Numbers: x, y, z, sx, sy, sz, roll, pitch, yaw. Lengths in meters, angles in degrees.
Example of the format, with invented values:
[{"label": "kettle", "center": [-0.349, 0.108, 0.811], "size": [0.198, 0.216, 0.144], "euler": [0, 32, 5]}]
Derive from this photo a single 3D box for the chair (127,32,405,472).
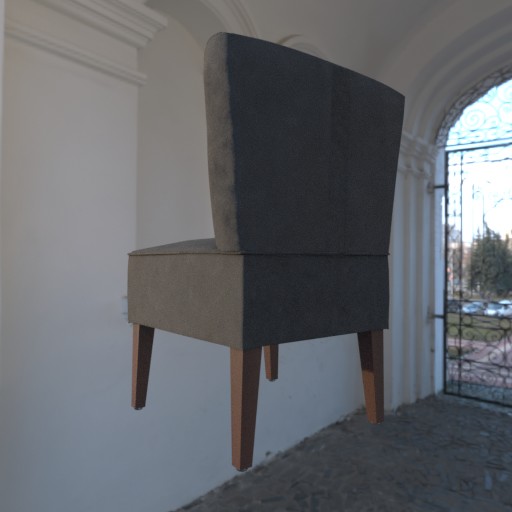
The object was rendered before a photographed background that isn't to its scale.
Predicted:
[{"label": "chair", "center": [0.000, 0.000, 1.125], "size": [0.521, 0.806, 0.554], "euler": [0, -1, -36]}]
